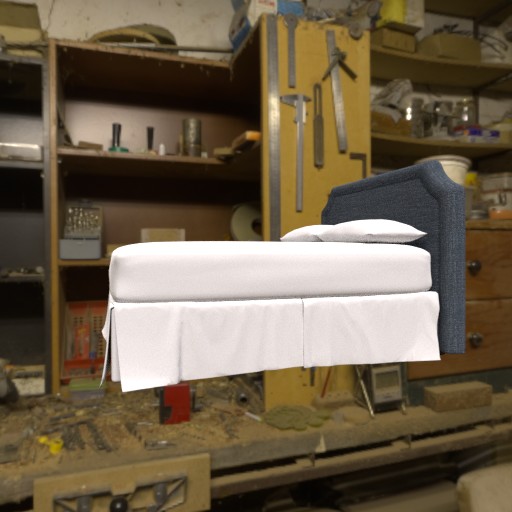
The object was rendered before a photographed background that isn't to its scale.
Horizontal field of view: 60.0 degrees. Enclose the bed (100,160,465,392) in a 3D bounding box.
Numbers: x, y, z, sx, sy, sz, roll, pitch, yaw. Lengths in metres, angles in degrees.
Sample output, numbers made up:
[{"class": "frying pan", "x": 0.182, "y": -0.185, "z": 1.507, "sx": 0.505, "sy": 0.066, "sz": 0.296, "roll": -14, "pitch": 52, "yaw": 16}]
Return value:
[{"class": "bed", "x": 0.000, "y": 0.000, "z": 3.299, "sx": 2.208, "sy": 1.297, "sz": 1.828, "roll": 0, "pitch": 1, "yaw": -18}]
